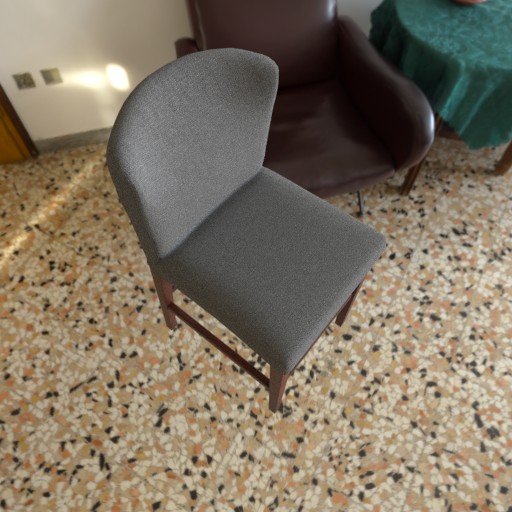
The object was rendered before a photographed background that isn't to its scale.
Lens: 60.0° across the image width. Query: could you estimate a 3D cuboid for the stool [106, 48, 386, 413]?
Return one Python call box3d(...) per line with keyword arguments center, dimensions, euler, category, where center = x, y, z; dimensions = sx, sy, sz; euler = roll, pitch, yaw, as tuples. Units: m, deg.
box3d(center=(0.000, 0.000, 1.273), dimensions=(0.568, 0.968, 0.479), euler=(34, 64, 20), category="stool")
